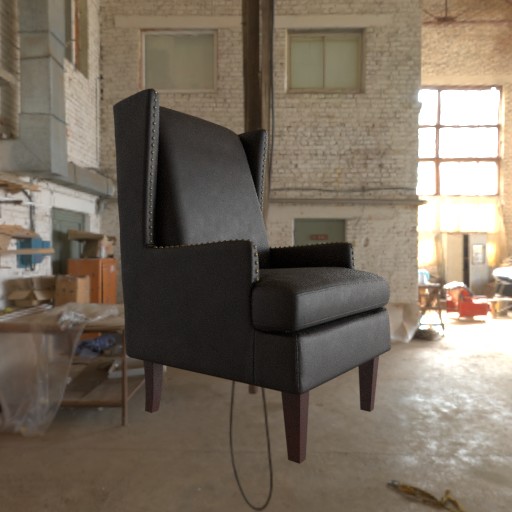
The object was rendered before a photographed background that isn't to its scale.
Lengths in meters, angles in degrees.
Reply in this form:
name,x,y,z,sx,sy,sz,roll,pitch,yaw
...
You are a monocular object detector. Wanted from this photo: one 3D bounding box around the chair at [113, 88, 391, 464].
name,x,y,z,sx,sy,sz,roll,pitch,yaw
chair,0.000,0.000,1.642,0.799,1.142,0.703,1,1,37
